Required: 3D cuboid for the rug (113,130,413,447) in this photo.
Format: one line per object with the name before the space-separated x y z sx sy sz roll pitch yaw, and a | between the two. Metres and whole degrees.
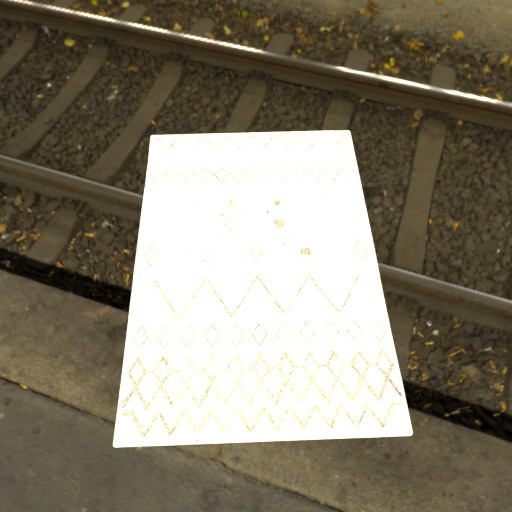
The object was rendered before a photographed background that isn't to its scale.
rug | 0.000 0.000 2.328 1.260 0.009 1.820 -2 59 -1
